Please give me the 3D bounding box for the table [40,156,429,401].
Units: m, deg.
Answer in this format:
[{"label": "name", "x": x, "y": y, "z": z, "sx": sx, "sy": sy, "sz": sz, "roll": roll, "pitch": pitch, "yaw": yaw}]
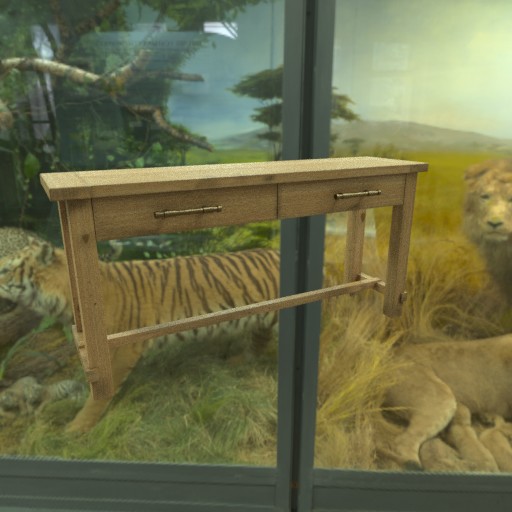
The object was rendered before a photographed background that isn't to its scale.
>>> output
[{"label": "table", "x": 0.000, "y": 0.000, "z": 1.944, "sx": 1.599, "sy": 0.762, "sz": 0.442, "roll": -9, "pitch": 20, "yaw": -27}]
